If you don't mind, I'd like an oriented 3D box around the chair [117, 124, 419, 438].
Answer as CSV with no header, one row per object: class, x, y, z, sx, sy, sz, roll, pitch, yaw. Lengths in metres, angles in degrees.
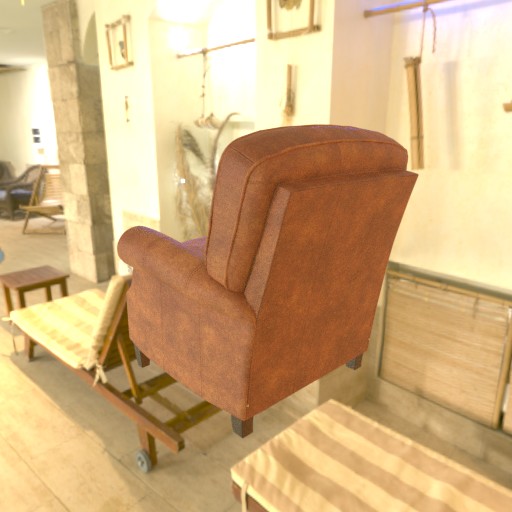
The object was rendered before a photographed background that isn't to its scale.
chair,0.000,0.000,1.798,0.936,1.018,0.986,-14,21,-41
